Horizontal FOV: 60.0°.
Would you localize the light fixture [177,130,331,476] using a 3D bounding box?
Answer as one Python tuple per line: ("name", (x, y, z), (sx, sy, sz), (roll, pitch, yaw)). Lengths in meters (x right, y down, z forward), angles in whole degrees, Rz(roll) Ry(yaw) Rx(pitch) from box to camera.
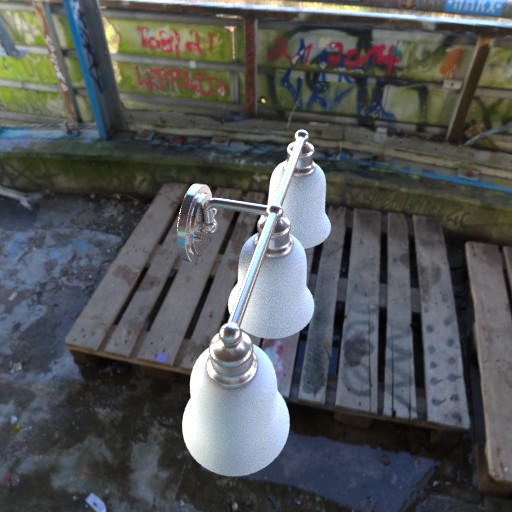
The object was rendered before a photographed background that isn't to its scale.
("light fixture", (0.000, 0.000, 0.682), (0.198, 0.211, 0.570), (10, 45, 10))
